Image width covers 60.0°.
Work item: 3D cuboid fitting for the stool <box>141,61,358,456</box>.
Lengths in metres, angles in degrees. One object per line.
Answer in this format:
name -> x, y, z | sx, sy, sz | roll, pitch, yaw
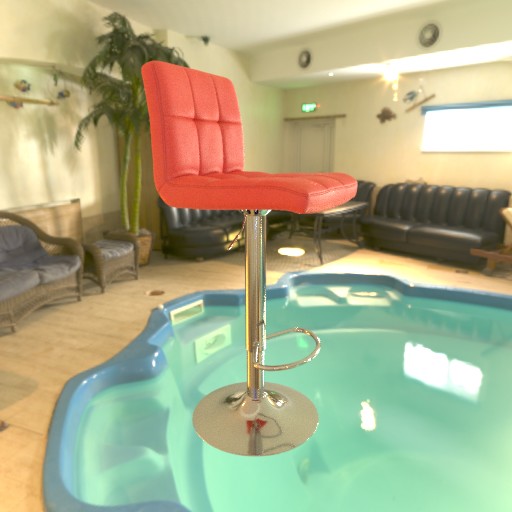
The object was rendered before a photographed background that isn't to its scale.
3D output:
stool -> 0.000, 0.000, 1.373 | 0.505, 1.115, 0.430 | 7, 15, 28
